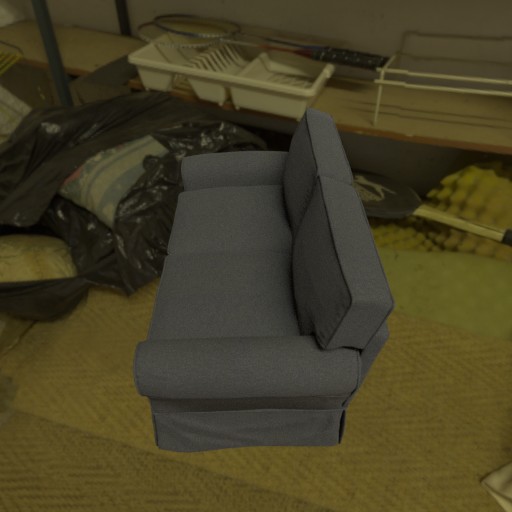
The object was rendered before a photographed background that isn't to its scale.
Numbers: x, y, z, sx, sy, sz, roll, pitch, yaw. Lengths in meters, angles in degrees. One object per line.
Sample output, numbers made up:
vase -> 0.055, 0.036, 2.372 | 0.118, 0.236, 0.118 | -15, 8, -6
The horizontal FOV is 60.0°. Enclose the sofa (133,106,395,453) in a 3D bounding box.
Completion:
sofa -> 0.000, 0.000, 2.411 | 0.997, 1.059, 1.801 | 0, 41, 0
